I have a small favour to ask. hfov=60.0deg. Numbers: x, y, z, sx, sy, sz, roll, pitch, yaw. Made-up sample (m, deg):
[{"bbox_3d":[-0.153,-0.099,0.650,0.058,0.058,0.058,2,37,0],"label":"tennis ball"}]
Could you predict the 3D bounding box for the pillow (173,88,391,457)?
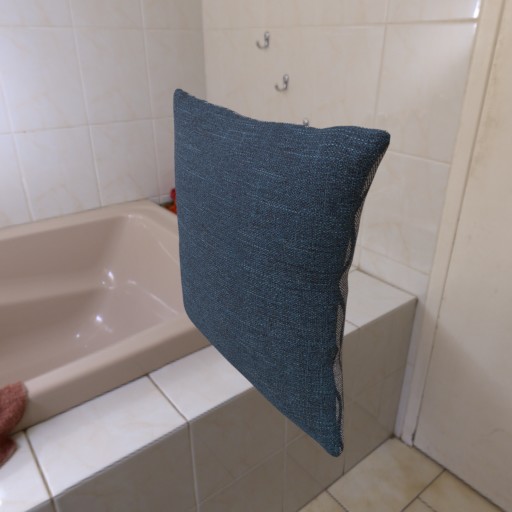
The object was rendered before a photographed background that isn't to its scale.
[{"bbox_3d":[0.000,0.000,0.655,0.159,0.435,0.435,-17,31,-32],"label":"pillow"}]
